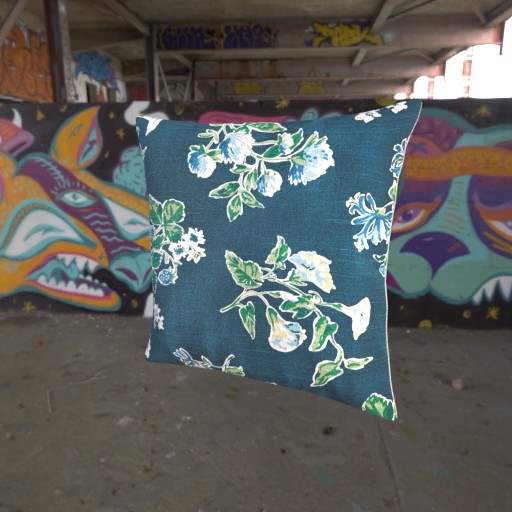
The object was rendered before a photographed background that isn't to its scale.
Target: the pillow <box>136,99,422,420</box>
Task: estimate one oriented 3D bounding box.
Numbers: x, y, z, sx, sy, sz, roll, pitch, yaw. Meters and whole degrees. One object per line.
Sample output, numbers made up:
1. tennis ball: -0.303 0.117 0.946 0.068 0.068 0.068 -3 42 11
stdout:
1. pillow: 0.000 0.000 0.796 0.525 0.508 0.166 6 14 25
